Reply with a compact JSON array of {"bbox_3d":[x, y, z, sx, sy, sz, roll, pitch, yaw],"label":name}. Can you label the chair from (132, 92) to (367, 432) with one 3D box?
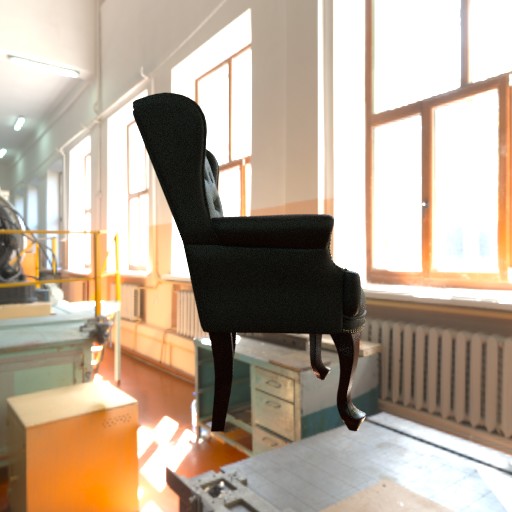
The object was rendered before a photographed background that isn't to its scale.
[{"bbox_3d":[0.000,0.000,1.735,0.822,1.133,0.831,0,0,-1],"label":"chair"}]
